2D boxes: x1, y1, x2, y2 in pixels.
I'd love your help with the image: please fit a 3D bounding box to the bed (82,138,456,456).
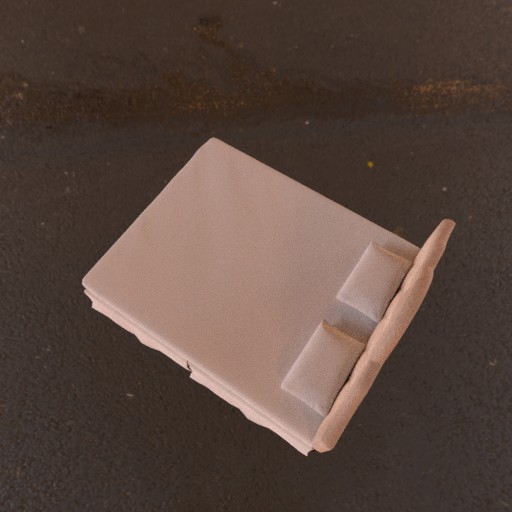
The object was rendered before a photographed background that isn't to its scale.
[{"bbox_3d":[0.000,0.000,2.954,1.970,1.194,1.667,31,68,14],"label":"bed"}]
